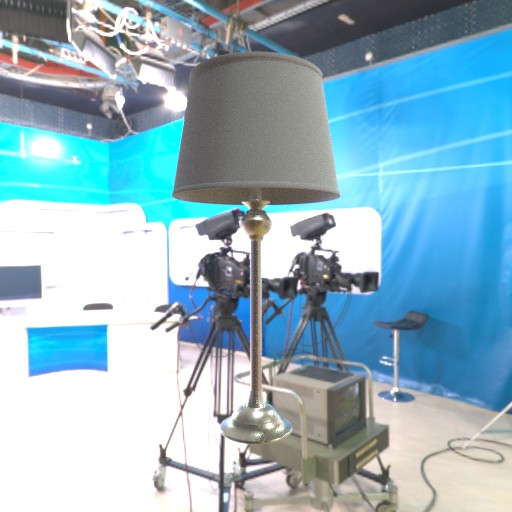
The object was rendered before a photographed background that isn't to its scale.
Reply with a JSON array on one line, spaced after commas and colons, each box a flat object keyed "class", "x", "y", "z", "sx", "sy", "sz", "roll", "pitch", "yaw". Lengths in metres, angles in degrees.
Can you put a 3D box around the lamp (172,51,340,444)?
[{"class": "lamp", "x": 0.000, "y": 0.000, "z": 0.888, "sx": 0.331, "sy": 0.698, "sz": 0.331, "roll": 0, "pitch": 1, "yaw": 0}]
